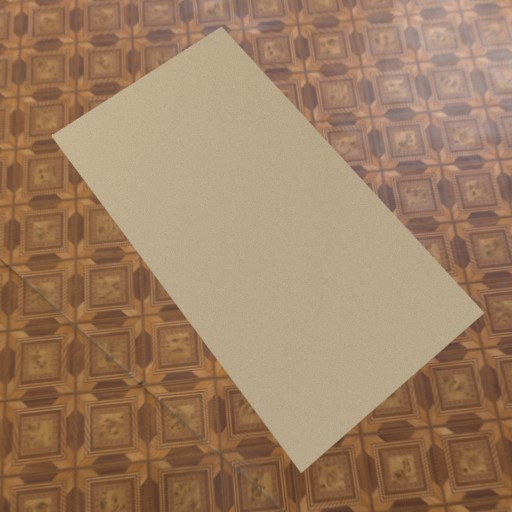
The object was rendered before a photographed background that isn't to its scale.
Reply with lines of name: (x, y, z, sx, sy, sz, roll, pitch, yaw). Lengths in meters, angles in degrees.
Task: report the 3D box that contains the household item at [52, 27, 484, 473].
household item: (0.000, 0.000, 1.539, 0.597, 0.749, 1.100, -37, 78, -9)
